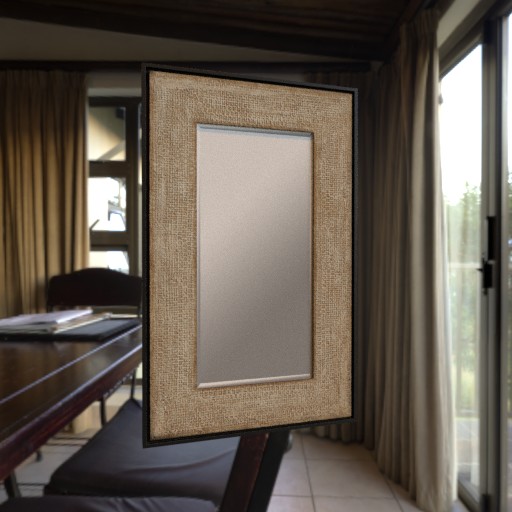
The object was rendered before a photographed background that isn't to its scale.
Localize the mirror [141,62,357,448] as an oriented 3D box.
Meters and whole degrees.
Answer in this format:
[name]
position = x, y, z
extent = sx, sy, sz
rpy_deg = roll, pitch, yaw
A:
[mirror]
position = 0.000, 0.000, 1.529
extent = 0.762, 1.219, 0.038
rpy_deg = 0, 1, -17
